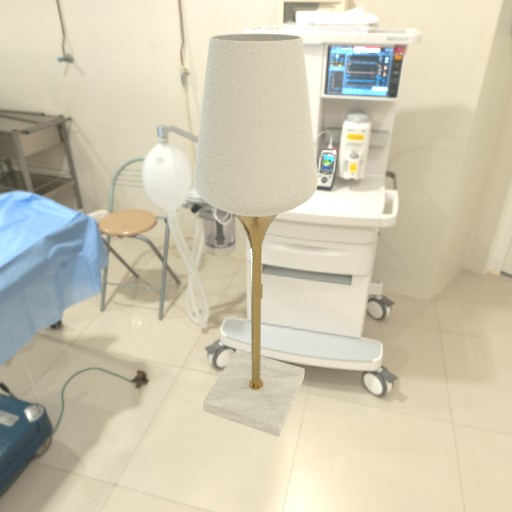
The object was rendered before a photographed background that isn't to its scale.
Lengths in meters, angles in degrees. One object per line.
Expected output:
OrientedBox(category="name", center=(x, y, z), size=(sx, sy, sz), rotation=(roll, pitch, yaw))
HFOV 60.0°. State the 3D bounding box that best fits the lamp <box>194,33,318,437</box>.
OrientedBox(category="lamp", center=(0.000, 0.000, 0.719), size=(0.181, 0.639, 0.181), rotation=(12, 33, 19))
